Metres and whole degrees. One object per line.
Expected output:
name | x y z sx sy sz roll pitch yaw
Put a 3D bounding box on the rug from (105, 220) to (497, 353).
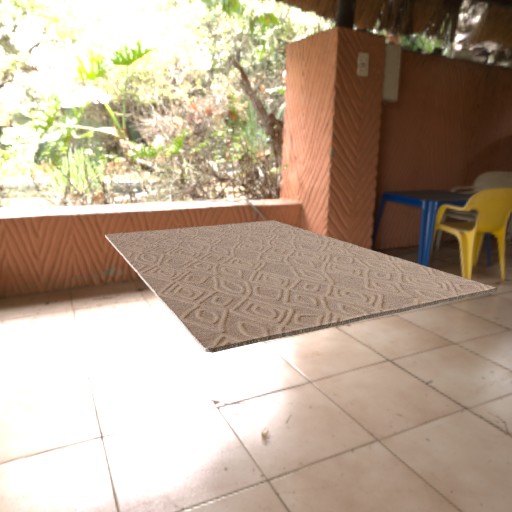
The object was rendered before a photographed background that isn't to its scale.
rug | 0.000 0.000 2.270 1.224 0.016 1.832 -7 16 -26
